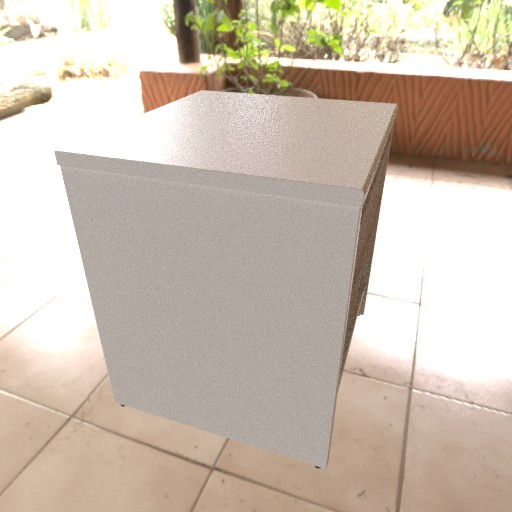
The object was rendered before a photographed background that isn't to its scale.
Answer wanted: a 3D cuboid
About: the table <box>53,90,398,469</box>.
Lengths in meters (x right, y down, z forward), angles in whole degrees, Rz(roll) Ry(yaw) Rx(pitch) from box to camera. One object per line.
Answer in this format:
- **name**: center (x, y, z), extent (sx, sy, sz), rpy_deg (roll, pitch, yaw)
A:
- **table**: center (0.000, 0.000, 0.778), extent (0.380, 0.460, 0.420), rpy_deg (10, 32, 17)
